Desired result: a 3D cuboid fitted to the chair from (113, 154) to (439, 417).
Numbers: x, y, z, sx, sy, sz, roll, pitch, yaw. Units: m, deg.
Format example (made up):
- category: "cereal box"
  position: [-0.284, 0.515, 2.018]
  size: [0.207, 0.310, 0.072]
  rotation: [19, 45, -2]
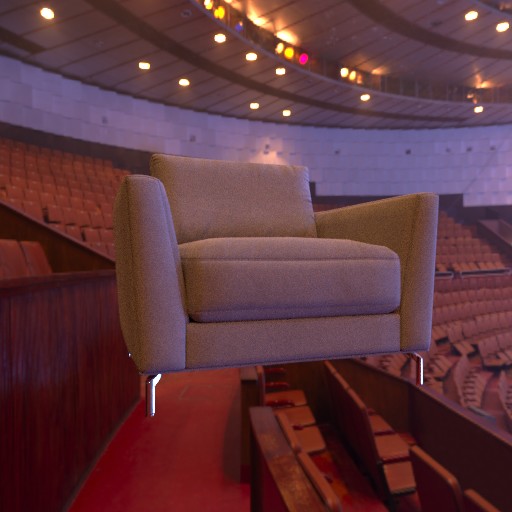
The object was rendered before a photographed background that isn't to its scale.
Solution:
- category: "chair"
  position: [0.000, 0.000, 1.705]
  size: [1.041, 0.864, 0.889]
  rotation: [0, 0, -20]
